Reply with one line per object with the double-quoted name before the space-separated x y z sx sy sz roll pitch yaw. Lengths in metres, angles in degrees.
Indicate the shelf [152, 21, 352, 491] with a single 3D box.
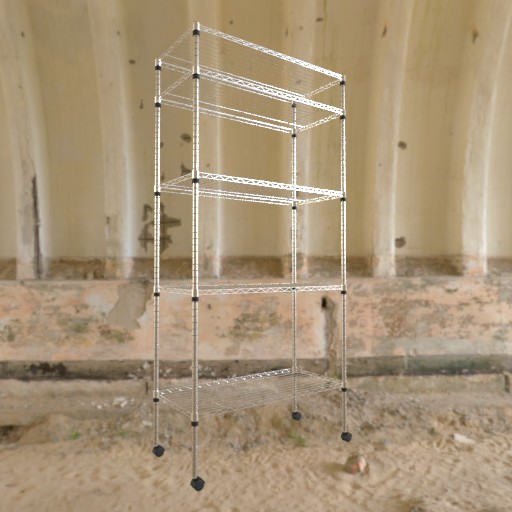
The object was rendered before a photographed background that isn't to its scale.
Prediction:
"shelf" 0.000 0.000 1.850 0.762 1.587 0.356 1 -2 -35
